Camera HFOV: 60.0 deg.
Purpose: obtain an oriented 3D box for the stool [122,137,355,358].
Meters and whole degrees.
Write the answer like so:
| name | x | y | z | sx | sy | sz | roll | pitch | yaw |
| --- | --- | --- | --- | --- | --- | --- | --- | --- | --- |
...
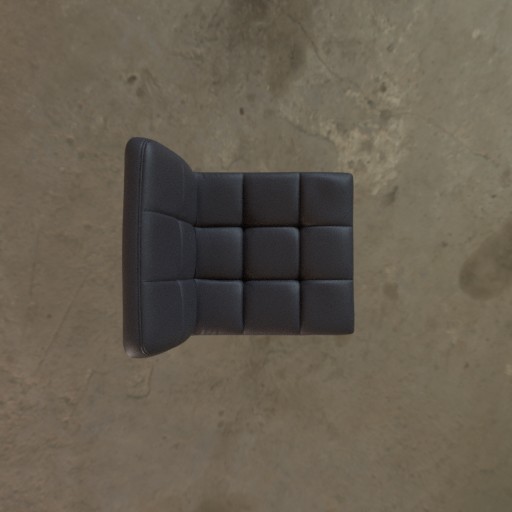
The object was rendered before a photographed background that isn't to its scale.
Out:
| name | x | y | z | sx | sy | sz | roll | pitch | yaw |
| --- | --- | --- | --- | --- | --- | --- | --- | --- | --- |
| stool | 0.000 | 0.000 | 1.358 | 0.505 | 1.115 | 0.430 | 0 | 88 | 0 |
